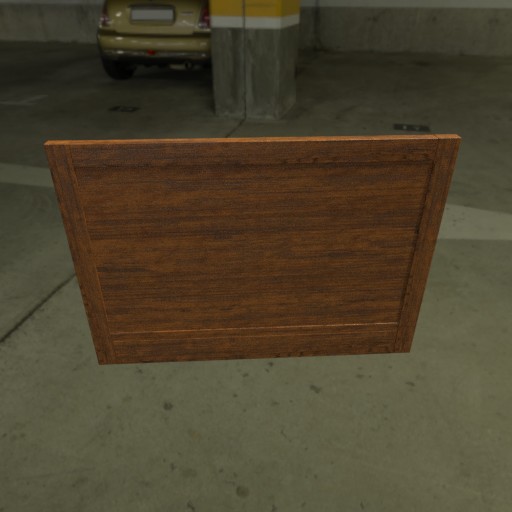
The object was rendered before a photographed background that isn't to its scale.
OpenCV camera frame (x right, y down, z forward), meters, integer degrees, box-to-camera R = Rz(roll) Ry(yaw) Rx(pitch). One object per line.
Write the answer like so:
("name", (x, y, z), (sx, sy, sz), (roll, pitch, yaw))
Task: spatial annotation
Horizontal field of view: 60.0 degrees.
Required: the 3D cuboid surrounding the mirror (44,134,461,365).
("mirror", (0.000, 0.000, 0.976), (0.758, 0.537, 0.084), (-2, 31, -3))
